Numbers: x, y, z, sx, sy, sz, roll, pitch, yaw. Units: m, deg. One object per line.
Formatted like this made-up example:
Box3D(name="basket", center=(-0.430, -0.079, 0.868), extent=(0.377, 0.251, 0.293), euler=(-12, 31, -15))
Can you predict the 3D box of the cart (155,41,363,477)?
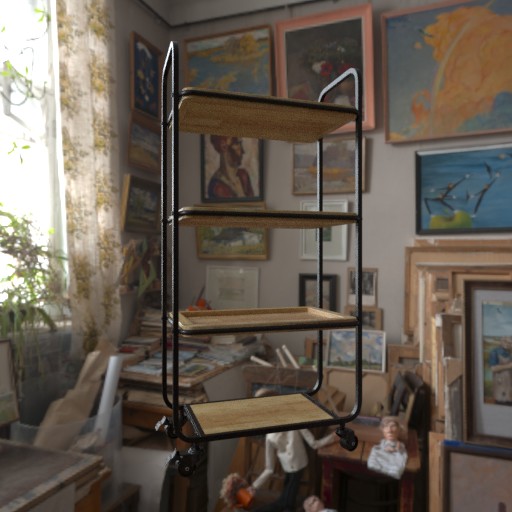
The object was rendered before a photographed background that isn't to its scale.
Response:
Box3D(name="cart", center=(0.000, 0.000, 1.274), extent=(0.545, 1.080, 0.321), euler=(0, 0, -18))
